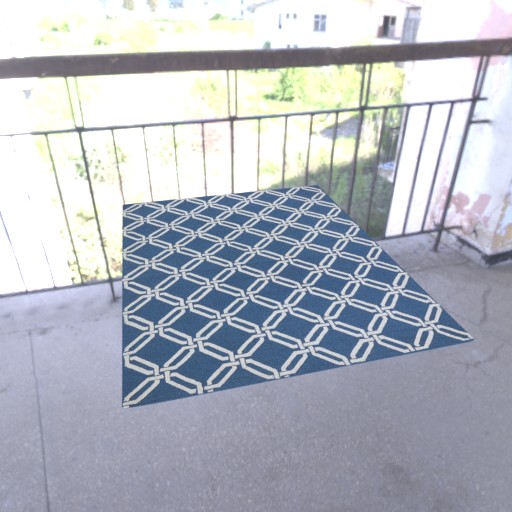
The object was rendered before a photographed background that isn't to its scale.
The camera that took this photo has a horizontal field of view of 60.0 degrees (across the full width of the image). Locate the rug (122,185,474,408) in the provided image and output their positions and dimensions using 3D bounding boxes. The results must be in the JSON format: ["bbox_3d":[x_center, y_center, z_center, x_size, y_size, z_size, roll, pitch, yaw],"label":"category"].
[{"bbox_3d":[0.000,0.000,3.887,2.277,0.020,2.867,-8,31,-13],"label":"rug"}]
